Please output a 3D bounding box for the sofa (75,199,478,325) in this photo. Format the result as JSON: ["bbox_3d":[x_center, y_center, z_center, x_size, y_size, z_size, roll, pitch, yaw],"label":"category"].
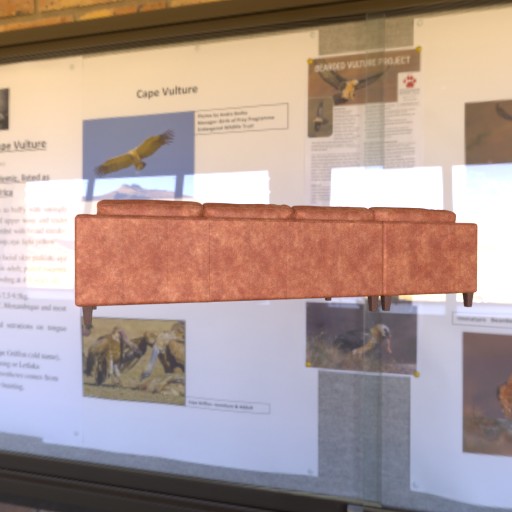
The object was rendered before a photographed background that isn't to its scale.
[{"bbox_3d":[0.000,0.000,4.405,3.150,0.838,2.438,0,1,-17],"label":"sofa"}]
